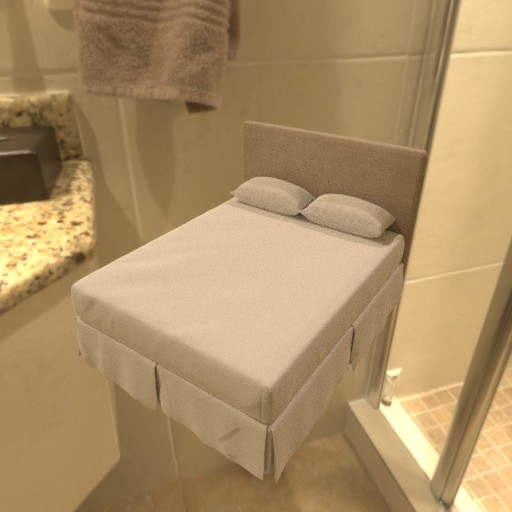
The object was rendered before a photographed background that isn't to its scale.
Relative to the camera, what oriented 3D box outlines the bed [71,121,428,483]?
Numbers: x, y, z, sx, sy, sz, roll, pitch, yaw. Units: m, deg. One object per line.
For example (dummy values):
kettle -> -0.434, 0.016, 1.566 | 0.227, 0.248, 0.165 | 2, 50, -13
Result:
bed -> 0.000, 0.000, 3.217 | 1.713, 1.330, 2.162 | 19, 35, 30
